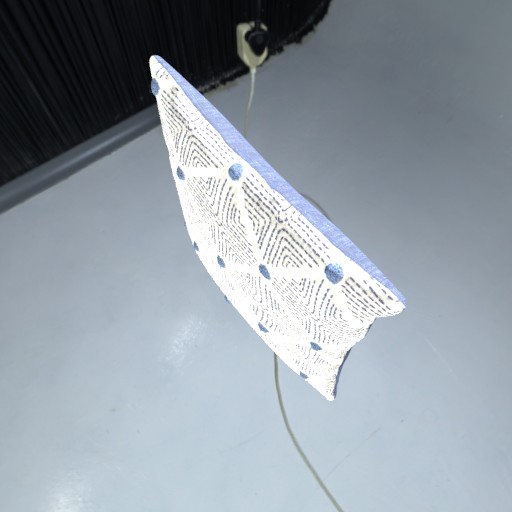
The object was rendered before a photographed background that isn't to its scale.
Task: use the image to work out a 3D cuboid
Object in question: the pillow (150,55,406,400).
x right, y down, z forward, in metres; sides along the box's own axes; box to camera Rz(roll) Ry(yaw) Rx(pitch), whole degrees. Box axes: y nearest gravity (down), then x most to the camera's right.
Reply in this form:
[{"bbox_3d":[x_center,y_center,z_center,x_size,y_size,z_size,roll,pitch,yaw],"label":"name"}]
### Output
[{"bbox_3d":[0.000,0.000,0.781,0.145,0.510,0.510,-35,67,-17],"label":"pillow"}]
